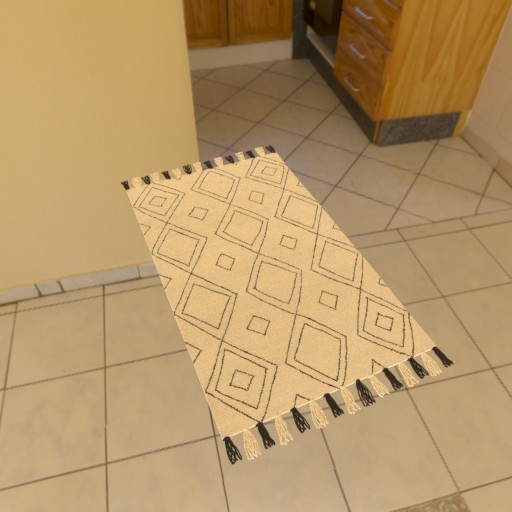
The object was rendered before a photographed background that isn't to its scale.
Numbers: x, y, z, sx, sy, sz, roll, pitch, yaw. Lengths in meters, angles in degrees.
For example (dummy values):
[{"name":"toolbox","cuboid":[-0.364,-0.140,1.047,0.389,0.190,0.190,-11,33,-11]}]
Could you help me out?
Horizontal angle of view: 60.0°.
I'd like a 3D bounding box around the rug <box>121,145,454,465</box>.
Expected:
[{"name":"rug","cuboid":[0.000,0.000,3.423,1.524,0.021,2.755,-18,49,-16]}]
